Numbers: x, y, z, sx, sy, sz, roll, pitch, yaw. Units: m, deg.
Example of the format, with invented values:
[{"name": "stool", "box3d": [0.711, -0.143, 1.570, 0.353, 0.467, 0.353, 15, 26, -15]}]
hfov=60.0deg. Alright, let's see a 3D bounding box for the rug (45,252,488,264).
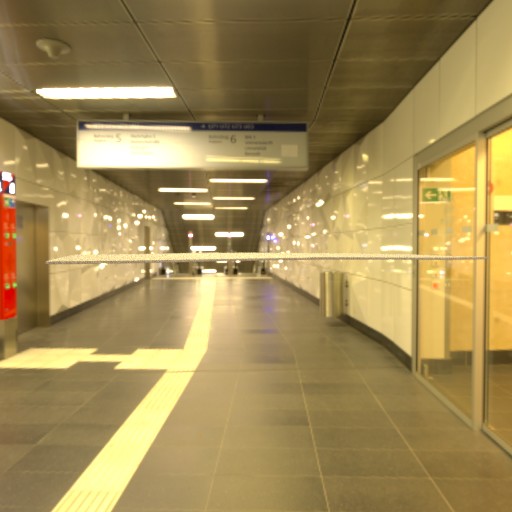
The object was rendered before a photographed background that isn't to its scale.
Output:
[{"name": "rug", "box3d": [0.000, 0.000, 2.274, 1.820, 0.022, 1.179, 0, 1, -18]}]
